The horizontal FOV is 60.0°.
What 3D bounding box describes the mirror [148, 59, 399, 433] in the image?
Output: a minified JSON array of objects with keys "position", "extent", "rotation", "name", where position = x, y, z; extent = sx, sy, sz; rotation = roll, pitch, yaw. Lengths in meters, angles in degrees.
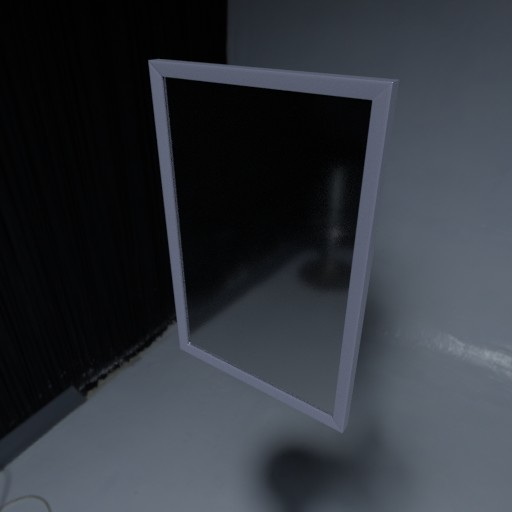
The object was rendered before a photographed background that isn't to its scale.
[{"position":[0.000,0.000,1.166],"extent":[0.609,0.915,0.040],"rotation":[19,35,30],"name":"mirror"}]
